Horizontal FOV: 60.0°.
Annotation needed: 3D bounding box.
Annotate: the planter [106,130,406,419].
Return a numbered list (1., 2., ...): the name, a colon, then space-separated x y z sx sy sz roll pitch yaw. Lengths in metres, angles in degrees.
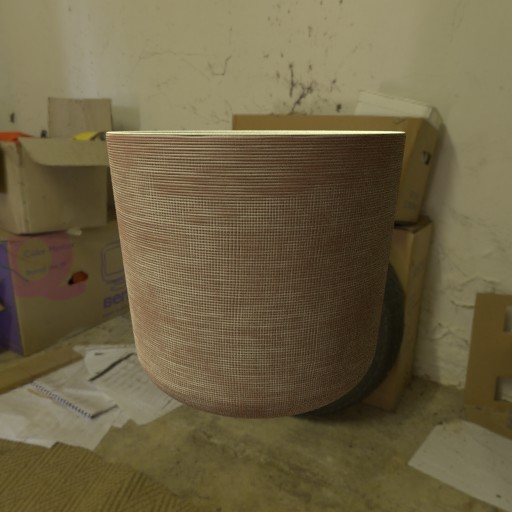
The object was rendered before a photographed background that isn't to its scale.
1. planter: 0.000 0.000 0.738 0.440 0.398 0.440 0 16 0
